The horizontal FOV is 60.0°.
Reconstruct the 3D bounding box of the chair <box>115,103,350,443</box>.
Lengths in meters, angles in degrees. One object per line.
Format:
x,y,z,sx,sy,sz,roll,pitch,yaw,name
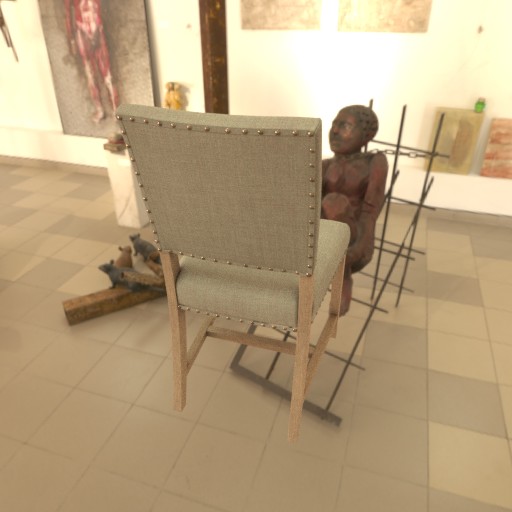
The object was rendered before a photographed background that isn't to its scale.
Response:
0.000,0.000,1.361,0.508,0.986,0.622,9,32,15,chair
